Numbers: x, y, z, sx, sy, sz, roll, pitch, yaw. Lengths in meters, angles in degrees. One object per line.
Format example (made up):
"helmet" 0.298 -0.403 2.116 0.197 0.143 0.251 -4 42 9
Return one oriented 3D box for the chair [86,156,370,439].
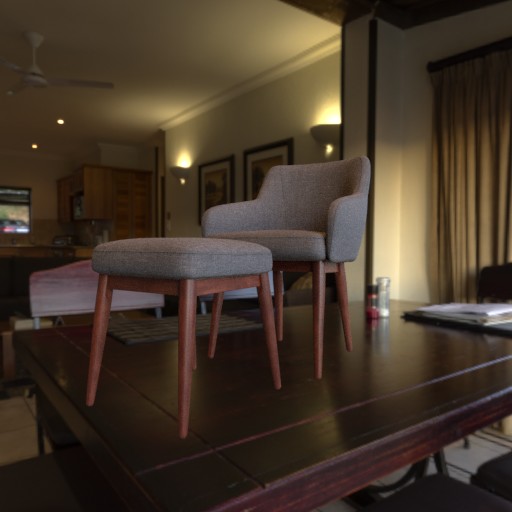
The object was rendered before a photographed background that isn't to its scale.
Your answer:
"chair" 0.000 0.000 1.544 0.584 0.799 1.107 1 2 35
